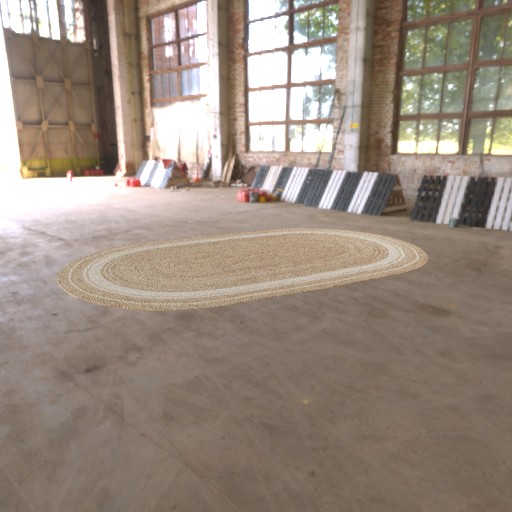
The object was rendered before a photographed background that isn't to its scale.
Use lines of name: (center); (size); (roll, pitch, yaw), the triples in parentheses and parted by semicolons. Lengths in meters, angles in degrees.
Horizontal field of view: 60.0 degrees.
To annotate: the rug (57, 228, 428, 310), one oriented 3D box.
rug: (0.000, 0.000, 2.950); (2.432, 0.006, 1.520); (-7, 16, -26)
